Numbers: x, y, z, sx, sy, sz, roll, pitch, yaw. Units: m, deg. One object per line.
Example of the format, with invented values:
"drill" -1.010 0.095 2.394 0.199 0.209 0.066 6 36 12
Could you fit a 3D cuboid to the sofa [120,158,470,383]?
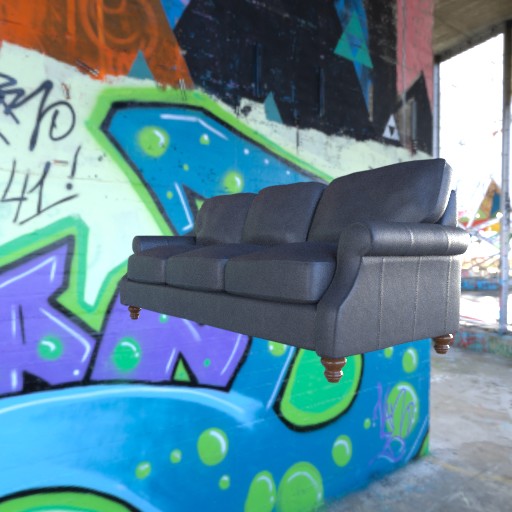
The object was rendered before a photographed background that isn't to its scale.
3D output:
"sofa" 0.000 0.000 2.820 0.974 0.977 2.387 -1 1 -38
